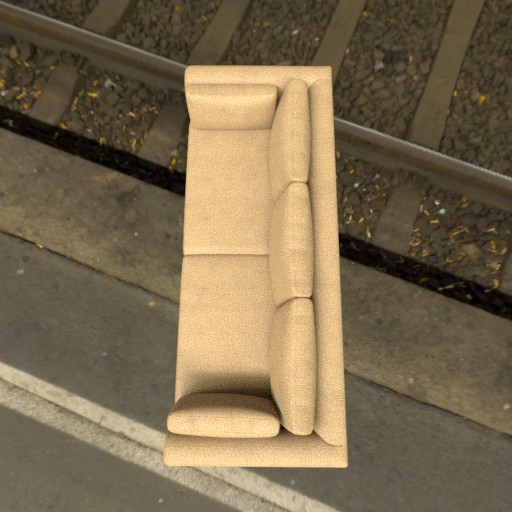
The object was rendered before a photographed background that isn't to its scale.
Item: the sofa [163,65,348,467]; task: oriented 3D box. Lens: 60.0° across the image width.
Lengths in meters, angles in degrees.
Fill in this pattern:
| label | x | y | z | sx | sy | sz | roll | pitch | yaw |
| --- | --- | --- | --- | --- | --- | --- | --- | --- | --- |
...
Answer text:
| label | x | y | z | sx | sy | sz | roll | pitch | yaw |
| --- | --- | --- | --- | --- | --- | --- | --- | --- | --- |
| sofa | 0.000 | 0.000 | 2.890 | 0.969 | 0.867 | 2.415 | 0 | 75 | 0 |
